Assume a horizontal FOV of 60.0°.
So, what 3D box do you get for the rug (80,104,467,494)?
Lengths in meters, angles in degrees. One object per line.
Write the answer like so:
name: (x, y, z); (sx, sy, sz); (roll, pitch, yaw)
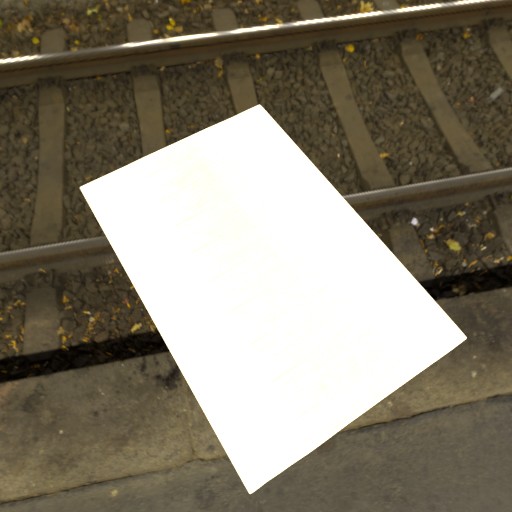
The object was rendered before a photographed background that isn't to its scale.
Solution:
rug: (0.000, 0.000, 2.340); (1.234, 0.006, 1.850); (-29, 66, -15)
